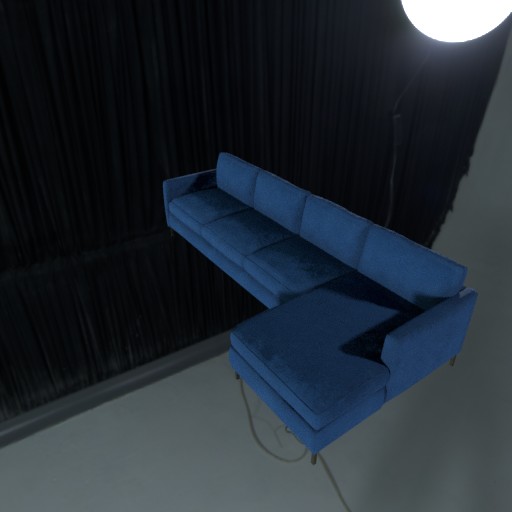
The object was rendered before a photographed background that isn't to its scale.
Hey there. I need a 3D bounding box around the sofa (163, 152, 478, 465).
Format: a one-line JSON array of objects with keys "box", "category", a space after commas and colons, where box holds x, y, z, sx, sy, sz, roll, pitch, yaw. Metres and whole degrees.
[{"box": [0.000, 0.000, 3.497, 1.350, 0.810, 2.932, -20, 36, -30], "category": "sofa"}]
